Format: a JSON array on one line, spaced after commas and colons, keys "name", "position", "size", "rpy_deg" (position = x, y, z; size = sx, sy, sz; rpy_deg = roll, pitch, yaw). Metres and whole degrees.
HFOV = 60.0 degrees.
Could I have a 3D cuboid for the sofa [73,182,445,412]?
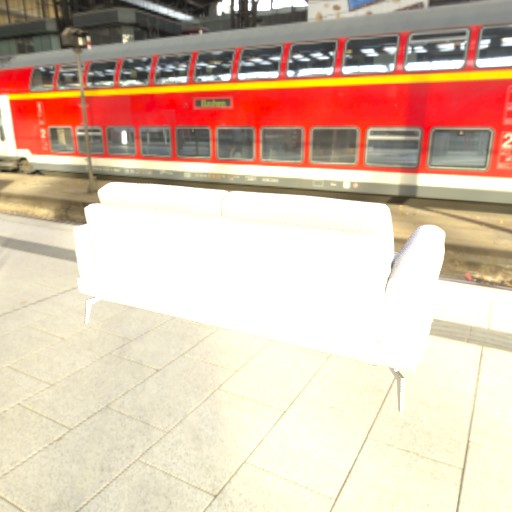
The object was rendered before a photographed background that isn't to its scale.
[{"name": "sofa", "position": [0.000, 0.000, 2.826], "size": [2.177, 0.930, 1.121], "rpy_deg": [9, 19, 26]}]
